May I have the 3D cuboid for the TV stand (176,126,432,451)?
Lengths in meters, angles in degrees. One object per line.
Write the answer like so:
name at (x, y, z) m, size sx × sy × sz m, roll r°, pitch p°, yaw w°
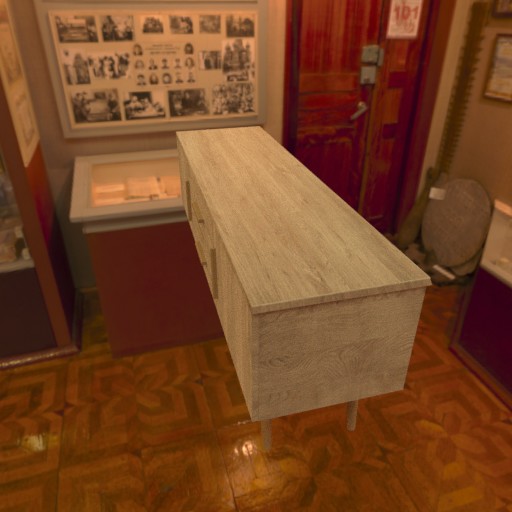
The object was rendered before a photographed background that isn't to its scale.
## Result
TV stand at (0.000, 0.000, 1.545) m, size 0.401 × 0.565 × 1.313 m, roll -8°, pitch 31°, yaw -13°
